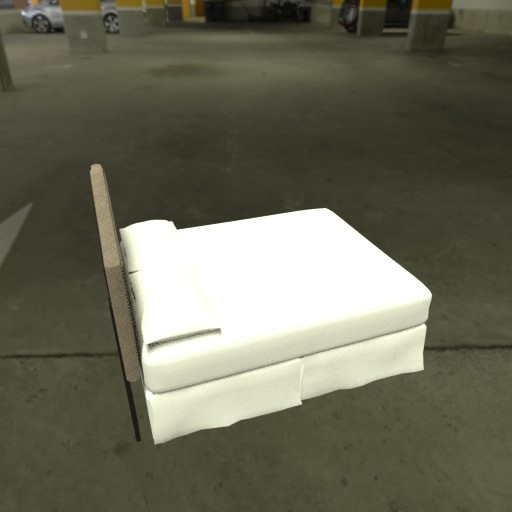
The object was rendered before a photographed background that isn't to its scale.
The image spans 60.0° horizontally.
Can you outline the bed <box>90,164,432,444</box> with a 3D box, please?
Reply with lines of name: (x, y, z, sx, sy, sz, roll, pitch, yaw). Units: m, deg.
bed: (0.000, 0.000, 3.358, 2.153, 1.518, 1.713, -10, 31, -17)
